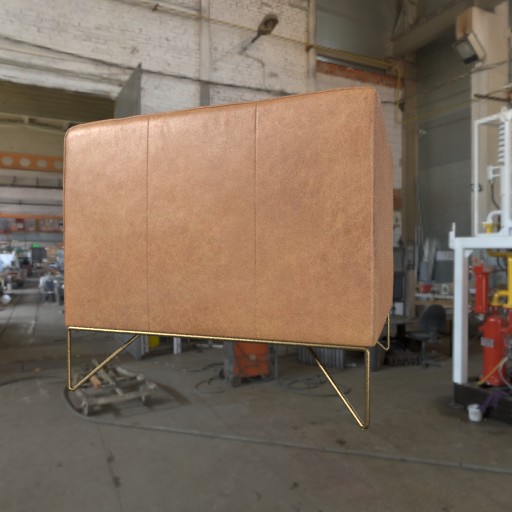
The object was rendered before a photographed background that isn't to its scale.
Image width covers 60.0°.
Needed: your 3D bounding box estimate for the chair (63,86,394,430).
[{"bbox_3d":[0.000,0.000,1.576,0.912,0.797,0.920,0,0,20],"label":"chair"}]
